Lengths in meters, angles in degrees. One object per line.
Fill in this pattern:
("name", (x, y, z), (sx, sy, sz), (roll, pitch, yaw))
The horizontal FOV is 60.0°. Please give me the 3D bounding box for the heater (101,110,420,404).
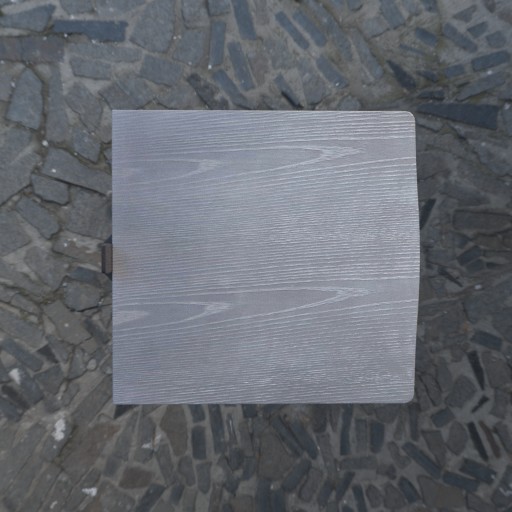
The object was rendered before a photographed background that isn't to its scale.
("heater", (0.000, 0.000, 0.751), (0.400, 0.481, 0.362), (0, 91, -1))
